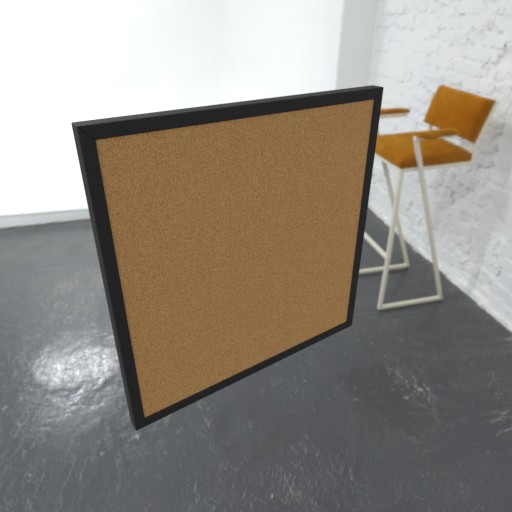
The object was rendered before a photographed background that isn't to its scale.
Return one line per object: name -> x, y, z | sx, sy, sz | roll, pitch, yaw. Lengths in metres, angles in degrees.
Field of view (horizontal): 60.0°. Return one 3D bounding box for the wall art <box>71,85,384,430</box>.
wall art -> 0.000, 0.000, 1.140 | 0.763, 0.763, 0.037 | -18, 34, -29
